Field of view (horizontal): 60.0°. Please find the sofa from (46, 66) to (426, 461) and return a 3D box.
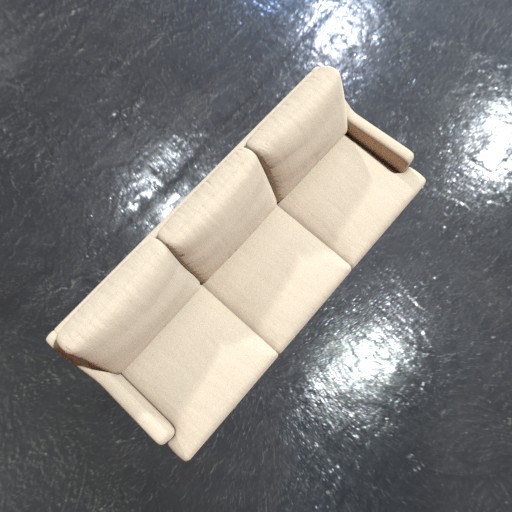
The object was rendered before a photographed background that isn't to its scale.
[{"bbox_3d":[0.000,0.000,2.741,1.000,0.913,2.321,41,79,10],"label":"sofa"}]
